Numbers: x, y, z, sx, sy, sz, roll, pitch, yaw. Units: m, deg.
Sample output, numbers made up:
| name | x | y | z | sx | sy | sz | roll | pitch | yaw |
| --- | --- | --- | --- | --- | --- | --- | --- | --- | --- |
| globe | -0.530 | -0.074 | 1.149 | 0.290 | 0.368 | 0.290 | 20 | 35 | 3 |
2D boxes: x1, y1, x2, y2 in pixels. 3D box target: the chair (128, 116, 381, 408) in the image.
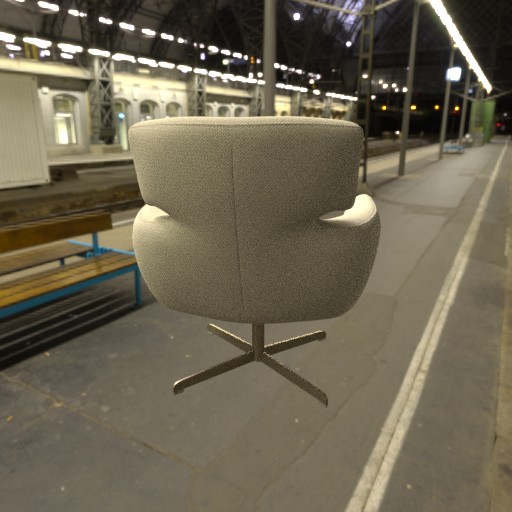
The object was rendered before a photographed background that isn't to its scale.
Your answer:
| name | x | y | z | sx | sy | sz | roll | pitch | yaw |
| --- | --- | --- | --- | --- | --- | --- | --- | --- | --- |
| chair | 0.000 | 0.000 | 1.372 | 0.760 | 0.810 | 0.730 | 2 | 16 | 8 |
